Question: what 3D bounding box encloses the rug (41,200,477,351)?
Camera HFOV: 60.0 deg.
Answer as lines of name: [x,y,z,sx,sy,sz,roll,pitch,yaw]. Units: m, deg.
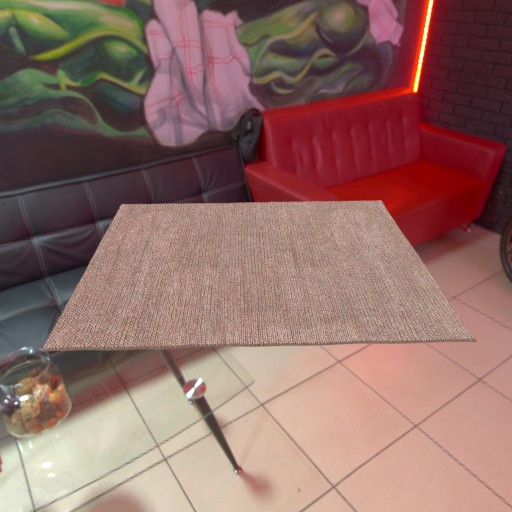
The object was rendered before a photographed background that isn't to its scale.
rug: [0.000,0.000,4.128,3.052,0.030,2.429,-1,31,-2]
